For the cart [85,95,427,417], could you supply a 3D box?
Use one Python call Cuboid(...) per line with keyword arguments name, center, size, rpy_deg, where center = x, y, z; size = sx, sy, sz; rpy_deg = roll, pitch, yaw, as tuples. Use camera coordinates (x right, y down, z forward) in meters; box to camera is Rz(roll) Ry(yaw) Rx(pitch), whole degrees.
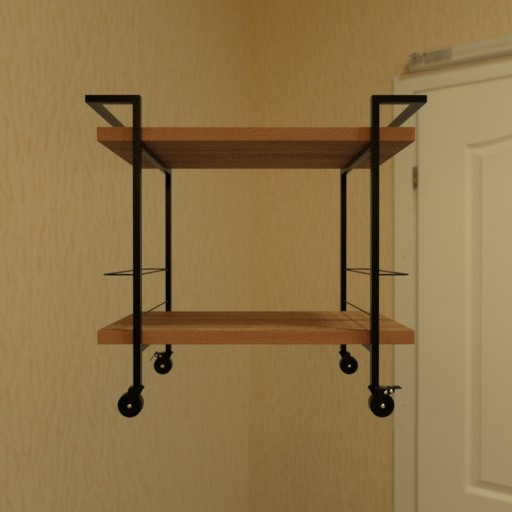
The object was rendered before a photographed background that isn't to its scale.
Cuboid(name="cart", center=(0.000, 0.000, 1.241), size=(0.806, 0.762, 0.406), rpy_deg=(0, 0, 0))
